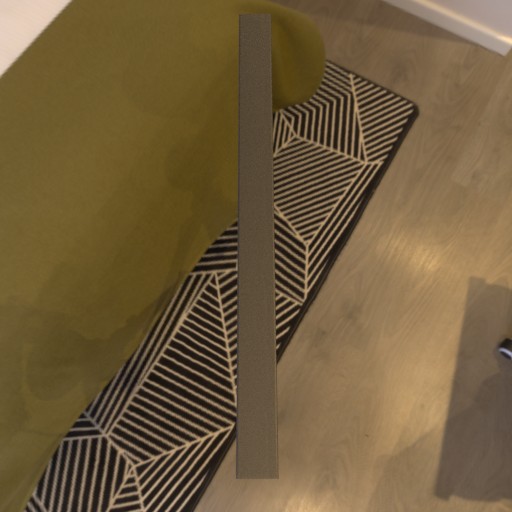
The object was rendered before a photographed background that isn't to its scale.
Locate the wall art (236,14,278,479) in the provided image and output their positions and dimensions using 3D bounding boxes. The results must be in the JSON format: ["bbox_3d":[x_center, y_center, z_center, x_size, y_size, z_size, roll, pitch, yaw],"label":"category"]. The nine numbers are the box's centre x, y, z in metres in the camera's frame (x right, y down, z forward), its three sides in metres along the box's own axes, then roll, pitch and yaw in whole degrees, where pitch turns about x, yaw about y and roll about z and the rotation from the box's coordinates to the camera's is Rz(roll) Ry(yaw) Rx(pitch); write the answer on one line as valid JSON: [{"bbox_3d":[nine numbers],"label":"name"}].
[{"bbox_3d":[0.000,0.000,0.834,0.051,0.456,0.671,0,75,0],"label":"wall art"}]
